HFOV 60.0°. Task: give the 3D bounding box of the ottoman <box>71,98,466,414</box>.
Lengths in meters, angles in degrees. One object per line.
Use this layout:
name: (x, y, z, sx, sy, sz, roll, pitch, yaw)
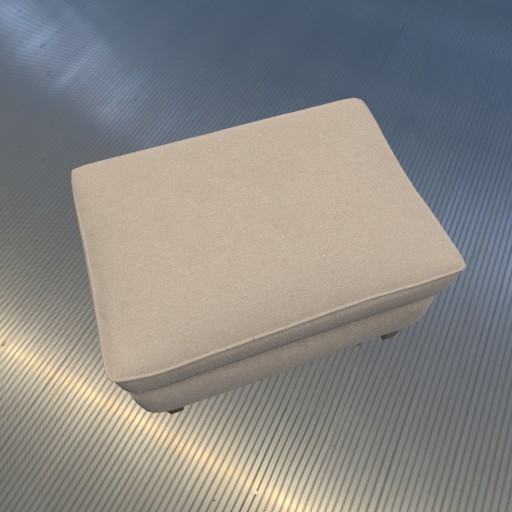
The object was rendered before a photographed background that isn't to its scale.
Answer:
ottoman: (0.000, 0.000, 0.986, 0.665, 0.456, 0.501, -17, 63, -9)
